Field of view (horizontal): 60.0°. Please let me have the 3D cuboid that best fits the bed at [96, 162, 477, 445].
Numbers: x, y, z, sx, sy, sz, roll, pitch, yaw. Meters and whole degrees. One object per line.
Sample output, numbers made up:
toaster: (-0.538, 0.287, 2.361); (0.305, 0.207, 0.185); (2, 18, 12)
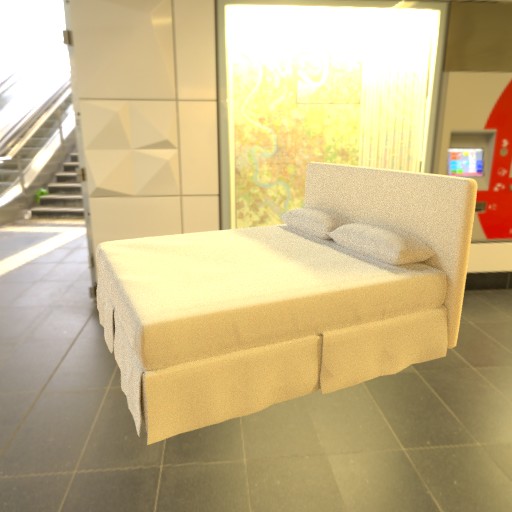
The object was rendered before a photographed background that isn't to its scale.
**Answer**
bed: (0.000, 0.000, 3.529); (2.341, 1.317, 2.119); (-7, 17, -24)
